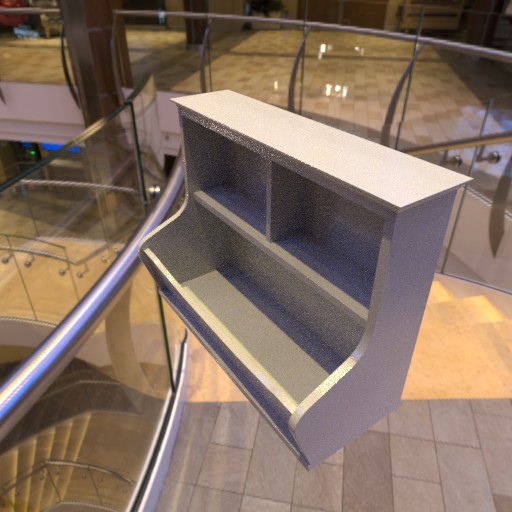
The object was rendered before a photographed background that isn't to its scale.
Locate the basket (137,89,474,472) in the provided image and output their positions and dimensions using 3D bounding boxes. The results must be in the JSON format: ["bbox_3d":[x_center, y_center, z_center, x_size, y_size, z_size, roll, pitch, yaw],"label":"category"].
[{"bbox_3d":[0.000,0.000,1.095,0.350,0.600,0.780,-21,39,-29],"label":"basket"}]
